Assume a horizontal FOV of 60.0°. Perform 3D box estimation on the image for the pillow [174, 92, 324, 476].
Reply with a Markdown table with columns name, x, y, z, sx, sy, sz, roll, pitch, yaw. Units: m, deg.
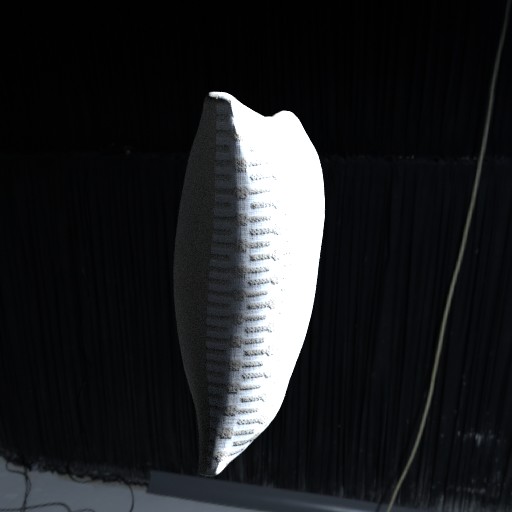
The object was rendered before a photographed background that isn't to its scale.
| name | x | y | z | sx | sy | sz | roll | pitch | yaw |
| --- | --- | --- | --- | --- | --- | --- | --- | --- | --- |
| pillow | 0.000 | 0.000 | 0.759 | 0.219 | 0.491 | 0.496 | 3 | 16 | 12 |
